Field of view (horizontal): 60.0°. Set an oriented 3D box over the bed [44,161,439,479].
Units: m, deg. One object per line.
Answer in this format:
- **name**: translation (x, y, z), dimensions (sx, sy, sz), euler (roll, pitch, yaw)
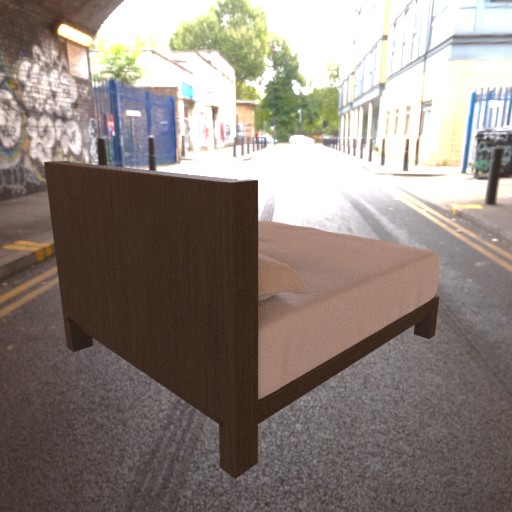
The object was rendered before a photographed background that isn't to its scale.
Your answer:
- **bed**: translation (0.000, 0.000, 3.001), dimensions (1.735, 1.261, 1.992), euler (15, 21, 43)
